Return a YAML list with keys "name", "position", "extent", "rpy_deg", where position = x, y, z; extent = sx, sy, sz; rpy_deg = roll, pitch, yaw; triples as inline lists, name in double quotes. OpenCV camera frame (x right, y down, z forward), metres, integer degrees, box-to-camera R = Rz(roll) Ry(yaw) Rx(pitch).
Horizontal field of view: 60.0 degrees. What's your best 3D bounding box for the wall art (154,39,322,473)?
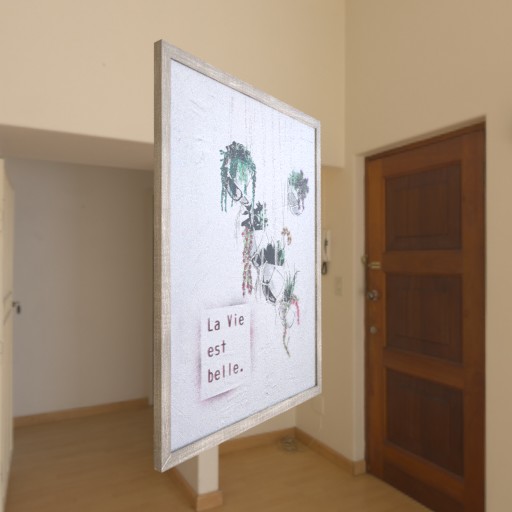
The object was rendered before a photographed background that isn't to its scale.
- name: "wall art"
  position: [0.000, 0.000, 1.365]
  extent: [0.035, 1.022, 0.781]
  rpy_deg: [0, -1, 36]
